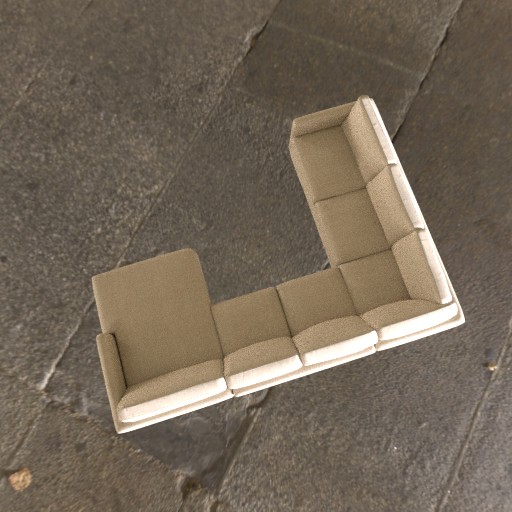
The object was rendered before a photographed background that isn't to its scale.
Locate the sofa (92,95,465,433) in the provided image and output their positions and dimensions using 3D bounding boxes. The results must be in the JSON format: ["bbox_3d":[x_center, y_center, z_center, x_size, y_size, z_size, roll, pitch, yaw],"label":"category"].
[{"bbox_3d":[0.000,0.000,4.658,3.460,0.961,2.594,-17,77,-4],"label":"sofa"}]
